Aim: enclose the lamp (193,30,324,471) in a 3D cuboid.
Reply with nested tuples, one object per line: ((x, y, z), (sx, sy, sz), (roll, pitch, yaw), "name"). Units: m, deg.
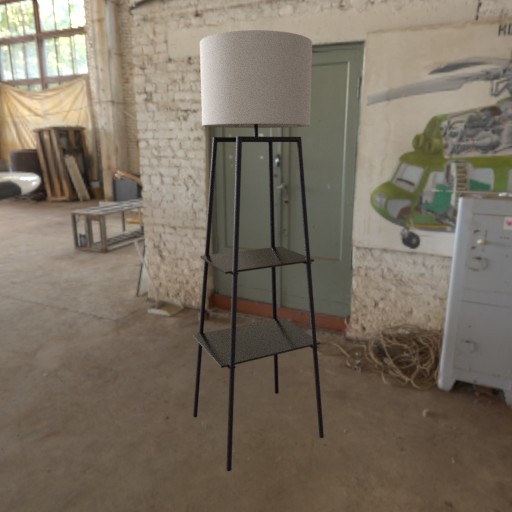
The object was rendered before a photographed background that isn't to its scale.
((0.000, 0.000, 1.673), (0.427, 1.474, 0.384), (-7, 16, -26), "lamp")
